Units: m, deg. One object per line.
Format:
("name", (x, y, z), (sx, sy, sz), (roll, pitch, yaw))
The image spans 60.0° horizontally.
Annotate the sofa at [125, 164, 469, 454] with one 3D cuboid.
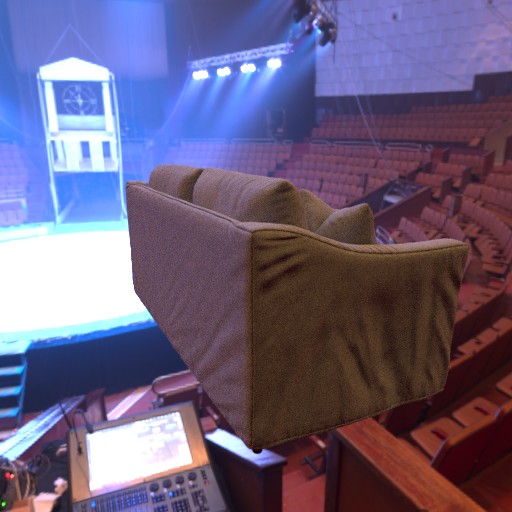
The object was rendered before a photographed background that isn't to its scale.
("sofa", (0.000, 0.000, 2.555), (1.072, 1.018, 2.010), (-7, 16, -26))
